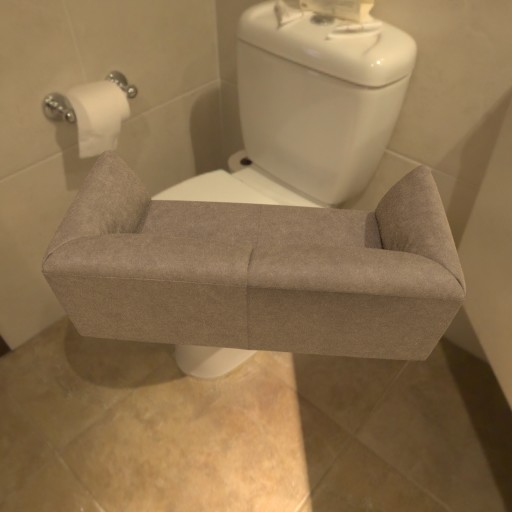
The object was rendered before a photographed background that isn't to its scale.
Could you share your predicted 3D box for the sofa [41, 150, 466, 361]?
[{"bbox_3d":[0.000,0.000,2.417,1.878,0.747,0.905,3,47,3],"label":"sofa"}]
